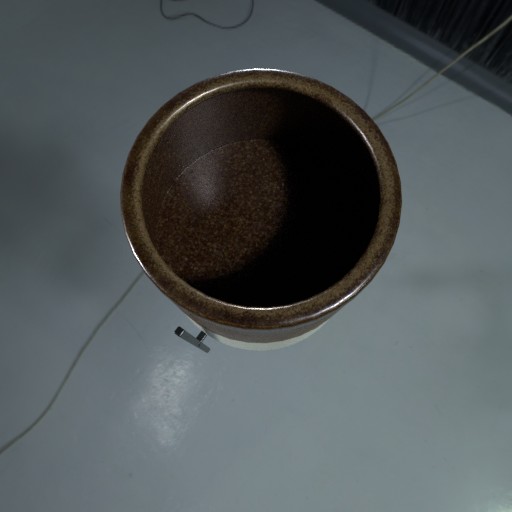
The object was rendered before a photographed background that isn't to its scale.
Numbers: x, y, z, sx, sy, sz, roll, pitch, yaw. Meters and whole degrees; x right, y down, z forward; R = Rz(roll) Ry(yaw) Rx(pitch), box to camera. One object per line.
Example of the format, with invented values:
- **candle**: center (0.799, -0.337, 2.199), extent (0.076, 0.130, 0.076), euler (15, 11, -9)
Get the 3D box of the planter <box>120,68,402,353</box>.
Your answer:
- **planter**: center (0.000, 0.000, 0.561), extent (0.255, 0.375, 0.269), euler (34, 77, 9)
